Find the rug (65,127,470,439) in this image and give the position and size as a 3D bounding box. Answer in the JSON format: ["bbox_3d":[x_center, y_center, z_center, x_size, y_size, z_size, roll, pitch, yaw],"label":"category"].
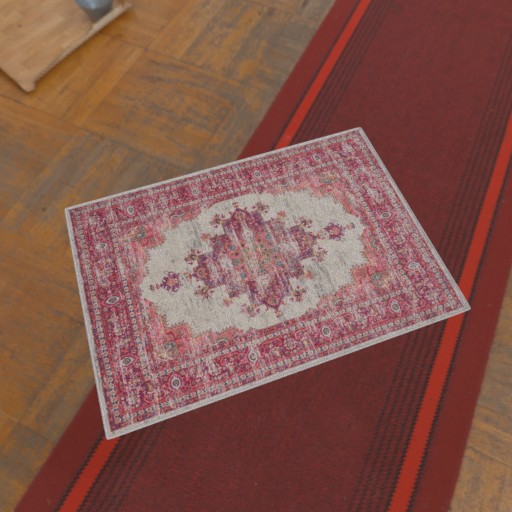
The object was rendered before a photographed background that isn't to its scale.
[{"bbox_3d":[0.000,0.000,2.860,2.232,0.011,1.555,-17,64,-9],"label":"rug"}]
